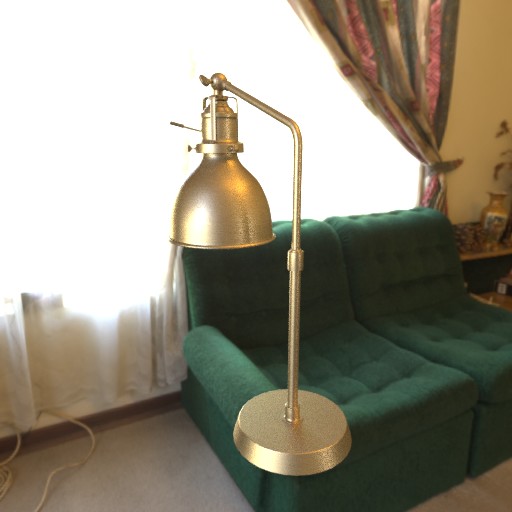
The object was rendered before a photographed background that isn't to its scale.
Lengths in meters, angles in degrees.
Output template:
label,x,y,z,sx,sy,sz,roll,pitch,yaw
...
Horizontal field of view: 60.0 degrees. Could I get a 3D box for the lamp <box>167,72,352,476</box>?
label,x,y,z,sx,sy,sz,roll,pitch,yaw
lamp,0.000,0.000,0.571,0.286,0.456,0.153,14,19,43
